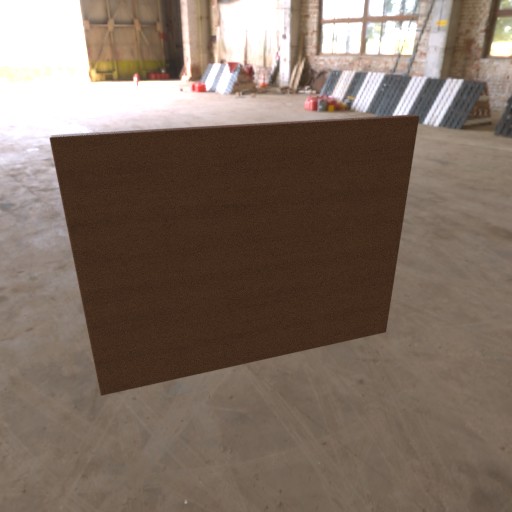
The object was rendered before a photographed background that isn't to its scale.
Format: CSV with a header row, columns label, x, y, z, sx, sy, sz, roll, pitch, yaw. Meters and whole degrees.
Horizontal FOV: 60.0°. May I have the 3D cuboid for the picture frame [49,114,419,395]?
label,x,y,z,sx,sy,sz,roll,pitch,yaw
picture frame,0.000,0.000,1.766,1.329,1.018,0.045,-8,27,-17
